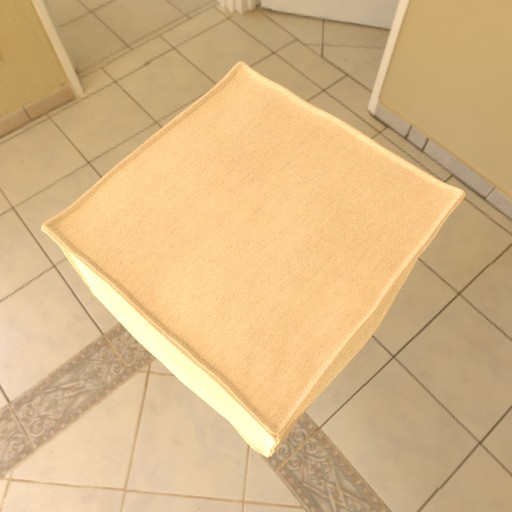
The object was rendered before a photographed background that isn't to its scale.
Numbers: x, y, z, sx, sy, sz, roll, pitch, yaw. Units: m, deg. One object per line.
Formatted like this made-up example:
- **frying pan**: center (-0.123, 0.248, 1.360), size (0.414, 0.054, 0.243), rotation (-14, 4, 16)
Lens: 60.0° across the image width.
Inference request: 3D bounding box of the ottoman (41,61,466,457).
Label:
- **ottoman**: center (0.000, 0.000, 1.153), size (0.696, 0.470, 0.707), rotation (37, 68, 17)
